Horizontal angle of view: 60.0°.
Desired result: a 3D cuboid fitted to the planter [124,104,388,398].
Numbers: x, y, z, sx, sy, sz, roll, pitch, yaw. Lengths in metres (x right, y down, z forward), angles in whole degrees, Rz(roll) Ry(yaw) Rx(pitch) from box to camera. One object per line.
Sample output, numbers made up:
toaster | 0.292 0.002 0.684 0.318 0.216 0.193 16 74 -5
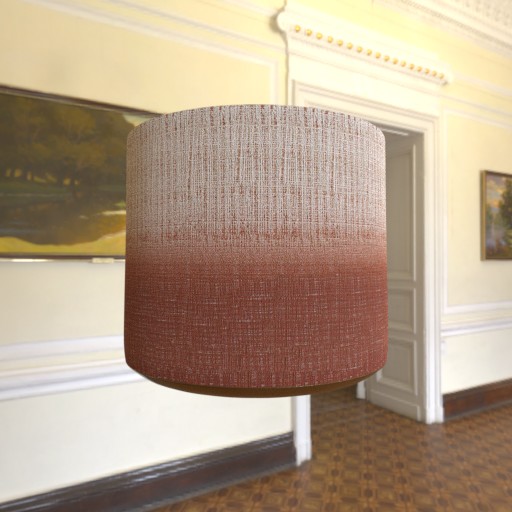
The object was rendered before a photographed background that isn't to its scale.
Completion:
planter | 0.000 0.000 0.444 0.254 0.221 0.254 0 0 0
